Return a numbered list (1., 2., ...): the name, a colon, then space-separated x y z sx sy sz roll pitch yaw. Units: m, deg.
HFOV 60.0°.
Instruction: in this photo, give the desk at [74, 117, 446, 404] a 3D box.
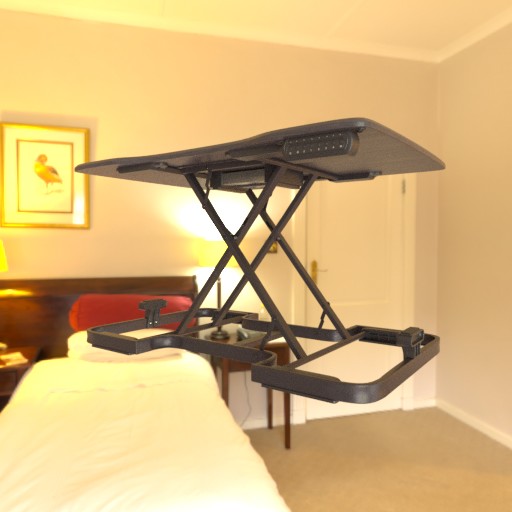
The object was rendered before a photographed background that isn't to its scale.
1. desk: 0.000 0.000 1.140 0.820 0.470 0.546 1 3 36
